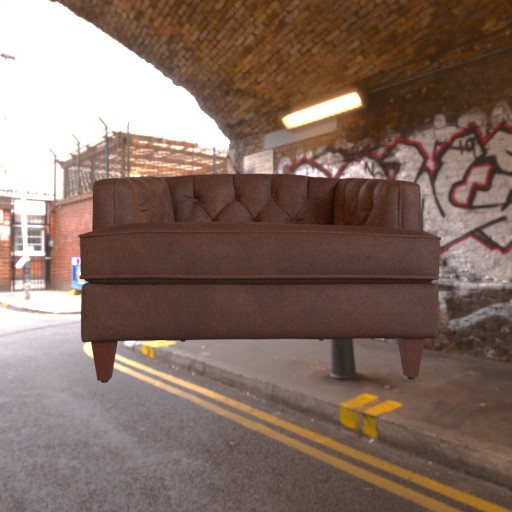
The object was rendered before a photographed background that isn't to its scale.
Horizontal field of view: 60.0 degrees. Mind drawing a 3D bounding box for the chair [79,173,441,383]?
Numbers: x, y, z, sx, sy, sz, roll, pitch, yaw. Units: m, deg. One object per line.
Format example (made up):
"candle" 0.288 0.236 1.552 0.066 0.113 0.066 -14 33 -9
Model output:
"chair" 0.000 0.000 1.728 1.118 0.787 0.914 0 0 -2
